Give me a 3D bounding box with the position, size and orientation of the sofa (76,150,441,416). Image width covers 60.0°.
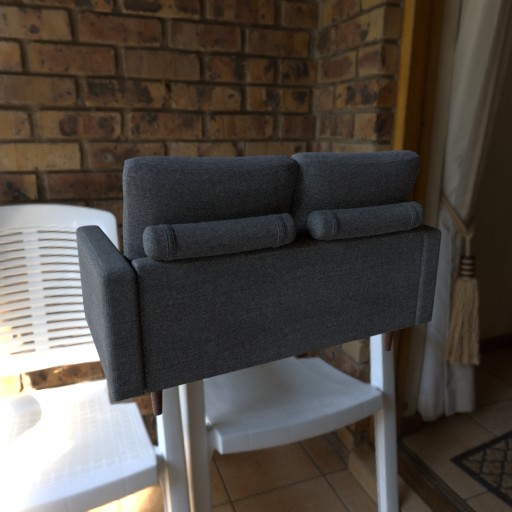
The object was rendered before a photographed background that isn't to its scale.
[{"bbox_3d":[0.000,0.000,1.958,1.407,0.907,0.842,-8,17,-26],"label":"sofa"}]
